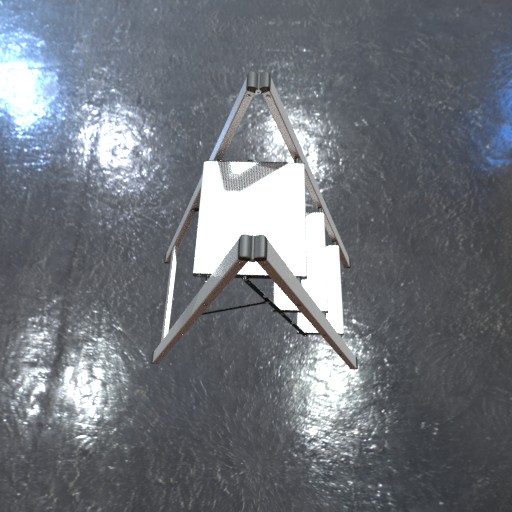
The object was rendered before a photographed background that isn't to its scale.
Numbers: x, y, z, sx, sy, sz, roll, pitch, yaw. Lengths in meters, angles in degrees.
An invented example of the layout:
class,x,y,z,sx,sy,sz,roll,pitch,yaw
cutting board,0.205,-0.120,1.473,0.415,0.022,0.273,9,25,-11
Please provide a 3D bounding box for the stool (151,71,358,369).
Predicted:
class,x,y,z,sx,sy,sz,roll,pitch,yaw
stool,0.000,0.000,1.249,0.730,0.902,0.441,1,65,1
